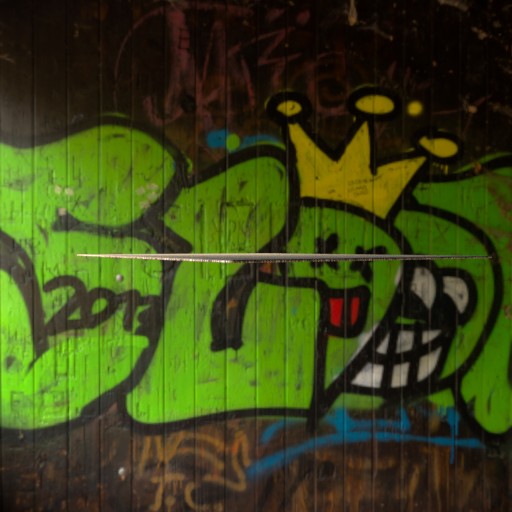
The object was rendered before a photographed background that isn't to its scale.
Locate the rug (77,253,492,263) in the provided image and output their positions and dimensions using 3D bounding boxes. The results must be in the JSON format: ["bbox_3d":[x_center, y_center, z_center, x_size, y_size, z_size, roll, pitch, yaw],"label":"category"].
[{"bbox_3d":[0.000,0.000,3.879,2.315,0.015,2.932,-1,1,-35],"label":"rug"}]
